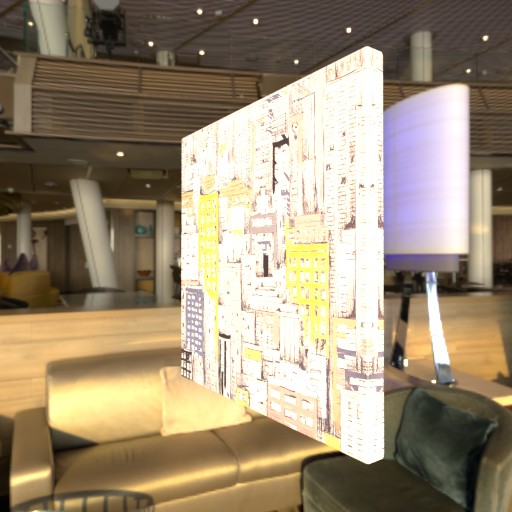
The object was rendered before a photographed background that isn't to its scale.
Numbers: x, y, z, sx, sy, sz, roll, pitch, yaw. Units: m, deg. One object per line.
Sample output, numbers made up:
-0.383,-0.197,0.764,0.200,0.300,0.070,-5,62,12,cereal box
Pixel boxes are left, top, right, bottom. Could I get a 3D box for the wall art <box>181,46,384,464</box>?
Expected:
0.000,0.000,0.898,0.038,0.608,0.607,0,-1,-36,wall art
